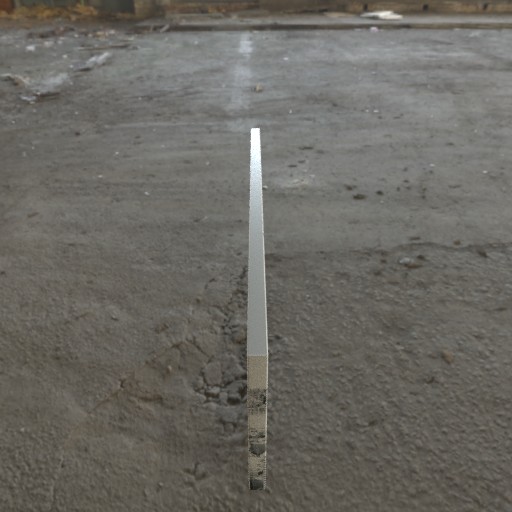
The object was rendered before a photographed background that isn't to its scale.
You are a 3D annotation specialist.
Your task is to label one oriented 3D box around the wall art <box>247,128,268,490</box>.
[{"bbox_3d":[0.000,0.000,1.687,0.044,0.507,1.520,0,33,0],"label":"wall art"}]
